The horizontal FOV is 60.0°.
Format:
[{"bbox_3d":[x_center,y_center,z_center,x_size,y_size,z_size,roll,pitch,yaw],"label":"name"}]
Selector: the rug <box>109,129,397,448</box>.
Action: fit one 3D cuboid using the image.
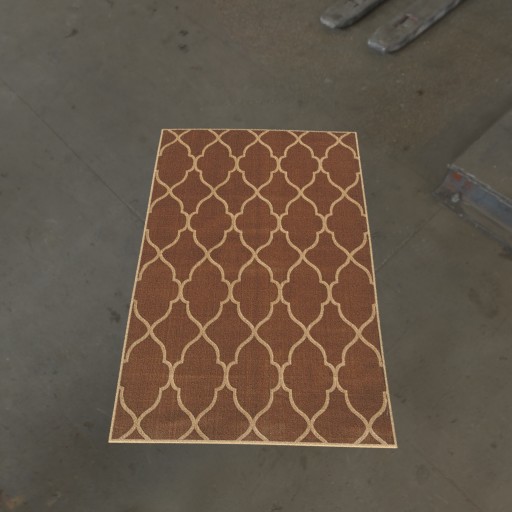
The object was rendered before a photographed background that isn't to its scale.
[{"bbox_3d":[0.000,0.000,2.893,1.526,0.014,2.290,1,60,1],"label":"rug"}]
